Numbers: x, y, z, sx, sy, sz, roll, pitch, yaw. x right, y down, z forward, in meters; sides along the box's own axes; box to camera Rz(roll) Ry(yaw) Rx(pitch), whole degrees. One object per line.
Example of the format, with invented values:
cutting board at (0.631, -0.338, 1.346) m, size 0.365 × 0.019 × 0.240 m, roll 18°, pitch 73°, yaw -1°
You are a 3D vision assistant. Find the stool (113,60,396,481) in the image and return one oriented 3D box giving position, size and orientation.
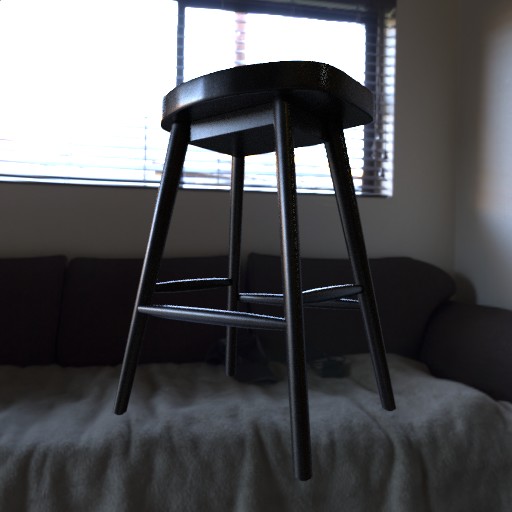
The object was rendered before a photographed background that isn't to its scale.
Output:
stool at (0.000, 0.000, 0.872) m, size 0.440 × 0.615 × 0.361 m, roll 0°, pitch 1°, yaw 37°
